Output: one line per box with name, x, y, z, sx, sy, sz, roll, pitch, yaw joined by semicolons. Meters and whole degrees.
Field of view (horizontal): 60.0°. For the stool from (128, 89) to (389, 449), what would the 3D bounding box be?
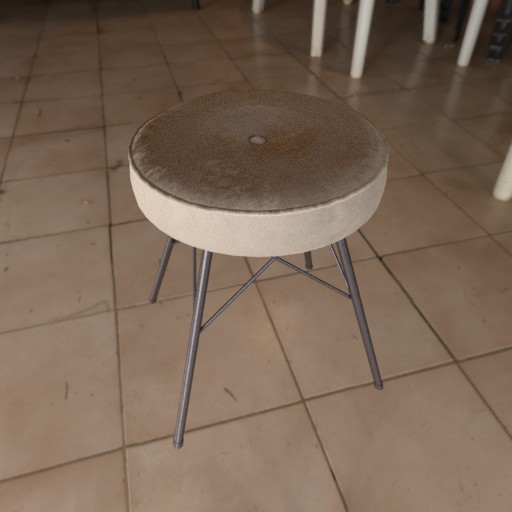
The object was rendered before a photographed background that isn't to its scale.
stool;0.000;0.000;0.876;0.457;0.538;0.423;-11;43;-13
